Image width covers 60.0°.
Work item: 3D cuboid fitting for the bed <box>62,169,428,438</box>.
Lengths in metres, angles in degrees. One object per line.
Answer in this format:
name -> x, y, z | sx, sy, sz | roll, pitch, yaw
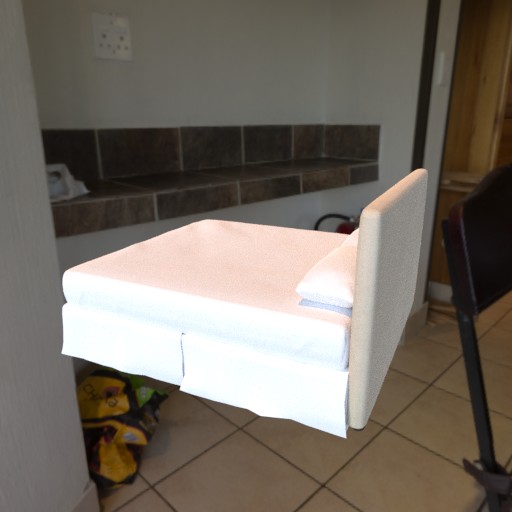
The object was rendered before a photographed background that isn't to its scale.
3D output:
bed -> 0.000, 0.000, 3.588 | 2.319, 1.317, 2.119 | 8, 19, 25
